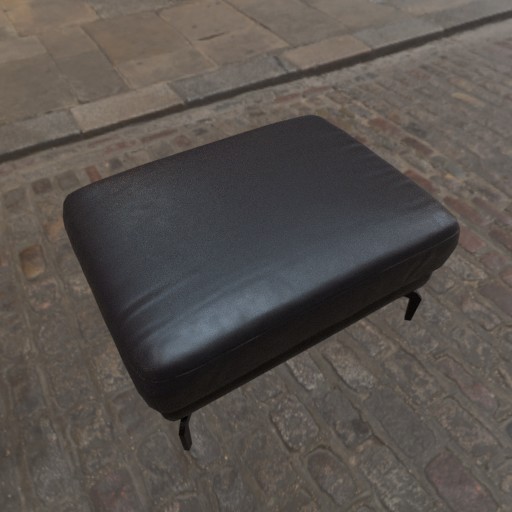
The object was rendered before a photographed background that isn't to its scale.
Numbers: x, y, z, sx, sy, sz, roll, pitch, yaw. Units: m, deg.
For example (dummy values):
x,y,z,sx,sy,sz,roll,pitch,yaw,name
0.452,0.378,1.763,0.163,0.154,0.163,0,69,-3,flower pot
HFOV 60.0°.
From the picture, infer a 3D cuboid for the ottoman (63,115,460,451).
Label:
x,y,z,sx,sy,sz,roll,pitch,yaw,name
0.000,0.000,1.094,0.764,0.402,0.570,-24,52,-21,ottoman
